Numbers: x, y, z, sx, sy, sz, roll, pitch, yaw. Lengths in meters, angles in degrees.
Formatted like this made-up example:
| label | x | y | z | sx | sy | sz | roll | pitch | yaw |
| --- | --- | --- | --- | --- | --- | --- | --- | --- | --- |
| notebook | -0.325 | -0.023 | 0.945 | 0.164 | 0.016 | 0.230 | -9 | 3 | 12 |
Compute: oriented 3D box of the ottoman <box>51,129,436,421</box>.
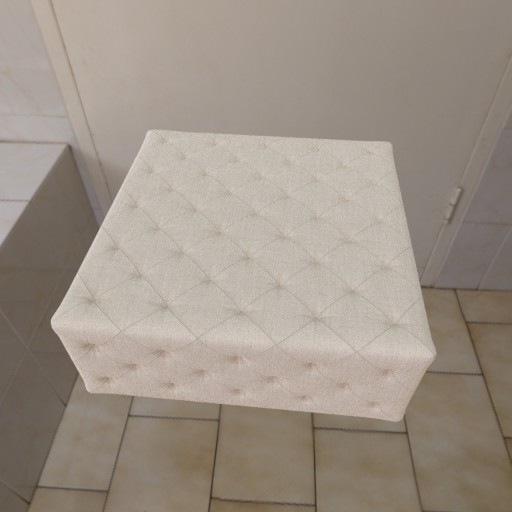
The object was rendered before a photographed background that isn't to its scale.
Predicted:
| label | x | y | z | sx | sy | sz | roll | pitch | yaw |
| --- | --- | --- | --- | --- | --- | --- | --- | --- | --- |
| ottoman | 0.000 | 0.000 | 1.647 | 1.028 | 0.439 | 1.028 | 4 | 46 | 4 |
